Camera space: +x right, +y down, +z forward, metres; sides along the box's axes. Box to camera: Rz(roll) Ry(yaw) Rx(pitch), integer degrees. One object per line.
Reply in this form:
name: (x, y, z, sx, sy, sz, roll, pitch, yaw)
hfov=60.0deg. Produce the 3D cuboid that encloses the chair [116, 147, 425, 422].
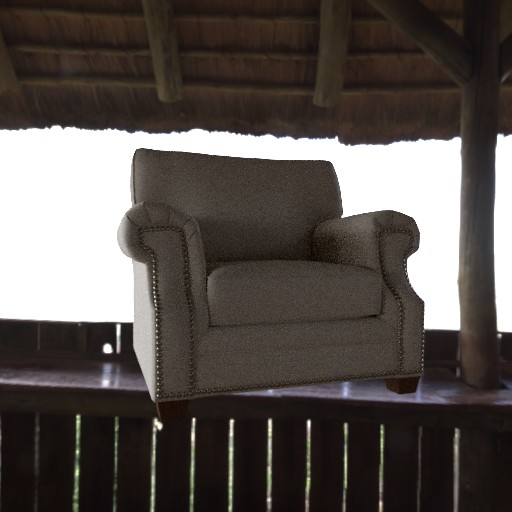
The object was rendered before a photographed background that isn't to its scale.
chair: (0.000, 0.000, 1.829, 1.092, 0.961, 0.965, 0, -1, -19)
